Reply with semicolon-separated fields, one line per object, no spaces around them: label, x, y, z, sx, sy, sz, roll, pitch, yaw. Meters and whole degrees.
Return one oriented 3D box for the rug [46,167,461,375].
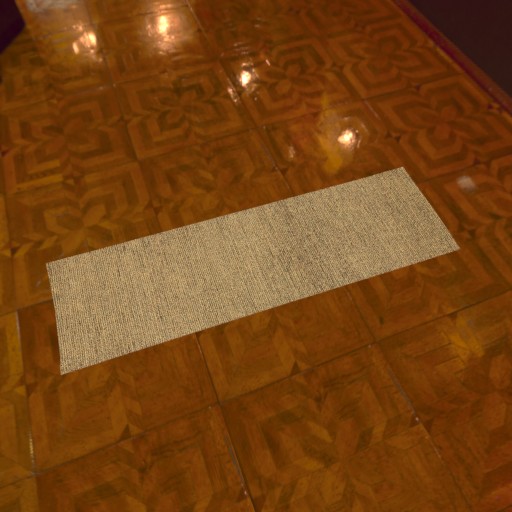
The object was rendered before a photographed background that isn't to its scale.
rug;0.000;0.000;2.596;2.335;0.013;0.697;-16;59;-10
